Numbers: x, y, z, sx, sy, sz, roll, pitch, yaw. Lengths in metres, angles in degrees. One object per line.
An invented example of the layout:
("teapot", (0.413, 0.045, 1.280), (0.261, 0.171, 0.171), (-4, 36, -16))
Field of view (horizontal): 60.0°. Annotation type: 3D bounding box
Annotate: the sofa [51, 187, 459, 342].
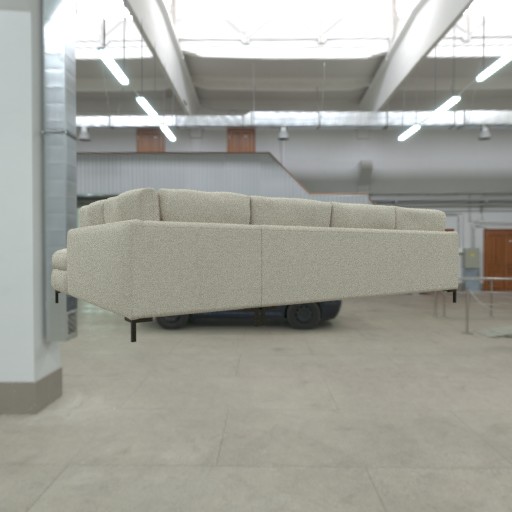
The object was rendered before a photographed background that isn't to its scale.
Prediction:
("sofa", (0.000, 0.000, 3.835), (2.949, 0.815, 2.007), (-1, 1, -34))
